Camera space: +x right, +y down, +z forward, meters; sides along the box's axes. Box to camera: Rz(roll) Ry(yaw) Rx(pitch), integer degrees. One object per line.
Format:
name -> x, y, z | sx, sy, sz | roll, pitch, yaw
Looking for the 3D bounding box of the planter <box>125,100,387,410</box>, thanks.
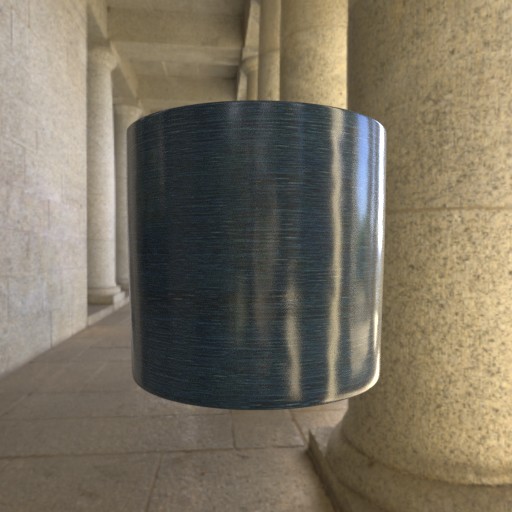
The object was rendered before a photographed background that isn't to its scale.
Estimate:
planter -> 0.000, 0.000, 0.393 | 0.221, 0.201, 0.221 | 0, 1, 0
